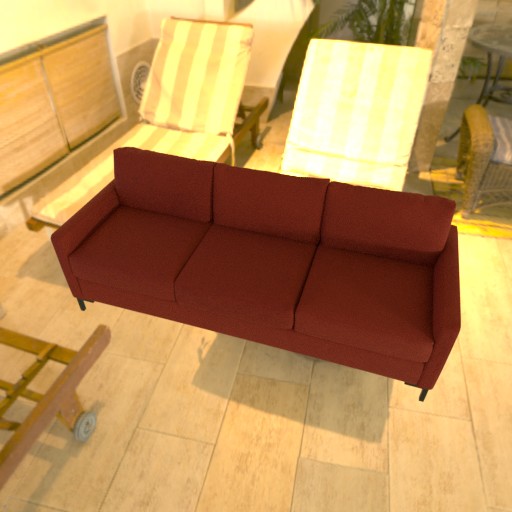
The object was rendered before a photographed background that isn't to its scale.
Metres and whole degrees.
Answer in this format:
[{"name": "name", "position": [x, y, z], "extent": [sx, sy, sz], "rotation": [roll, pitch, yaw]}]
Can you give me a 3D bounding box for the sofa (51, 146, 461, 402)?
[{"name": "sofa", "position": [0.000, 0.000, 2.678], "extent": [2.252, 0.879, 0.875], "rotation": [12, 42, 14]}]
